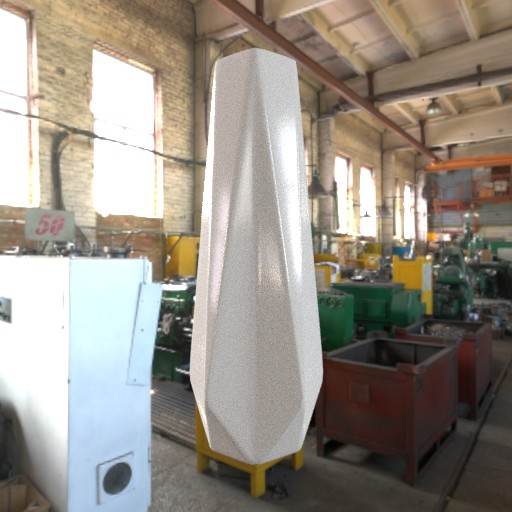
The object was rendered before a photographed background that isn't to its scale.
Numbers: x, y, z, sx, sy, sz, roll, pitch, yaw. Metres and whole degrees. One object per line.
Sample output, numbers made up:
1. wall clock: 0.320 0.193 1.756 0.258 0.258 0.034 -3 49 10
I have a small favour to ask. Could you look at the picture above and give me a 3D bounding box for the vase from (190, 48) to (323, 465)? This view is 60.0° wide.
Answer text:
1. vase: 0.000 0.000 0.391 0.122 0.329 0.116 0 1 1
